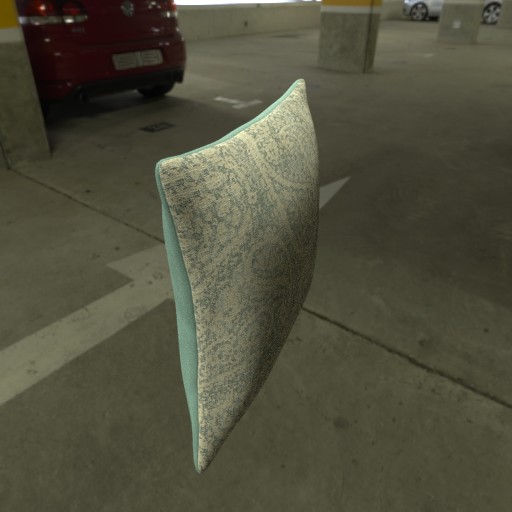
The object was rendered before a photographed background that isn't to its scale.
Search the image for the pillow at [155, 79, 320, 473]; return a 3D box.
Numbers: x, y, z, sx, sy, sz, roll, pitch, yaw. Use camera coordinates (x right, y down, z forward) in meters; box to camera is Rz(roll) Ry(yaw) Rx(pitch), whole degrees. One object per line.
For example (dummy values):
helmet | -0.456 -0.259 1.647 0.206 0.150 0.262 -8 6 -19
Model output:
pillow | 0.000 0.000 0.778 0.166 0.507 0.526 11 33 18
